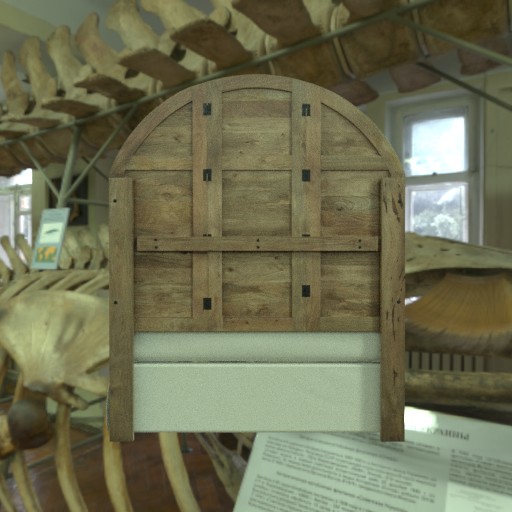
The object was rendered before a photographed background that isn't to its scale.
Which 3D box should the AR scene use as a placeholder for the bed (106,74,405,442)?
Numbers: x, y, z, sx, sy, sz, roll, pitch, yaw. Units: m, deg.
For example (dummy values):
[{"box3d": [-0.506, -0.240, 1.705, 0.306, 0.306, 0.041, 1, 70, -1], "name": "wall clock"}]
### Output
[{"box3d": [0.000, 0.000, 3.453, 1.713, 2.002, 2.112, 0, 0, 0], "name": "bed"}]
